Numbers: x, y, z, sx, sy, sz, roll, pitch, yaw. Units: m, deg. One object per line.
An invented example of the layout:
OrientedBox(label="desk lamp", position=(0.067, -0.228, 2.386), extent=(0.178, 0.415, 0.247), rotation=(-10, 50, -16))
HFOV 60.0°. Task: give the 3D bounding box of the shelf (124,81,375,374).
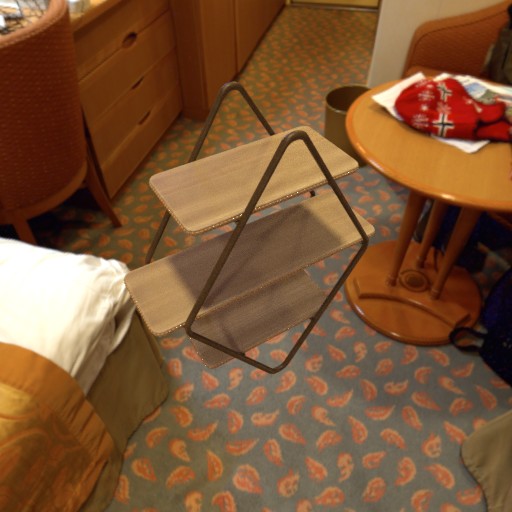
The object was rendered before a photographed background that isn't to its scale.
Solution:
OrientedBox(label="shelf", position=(0.000, 0.000, 1.077), extent=(0.609, 0.774, 0.234), rotation=(-24, 50, -22))
